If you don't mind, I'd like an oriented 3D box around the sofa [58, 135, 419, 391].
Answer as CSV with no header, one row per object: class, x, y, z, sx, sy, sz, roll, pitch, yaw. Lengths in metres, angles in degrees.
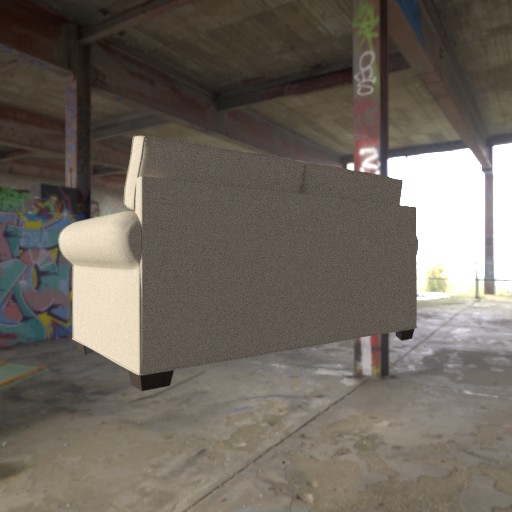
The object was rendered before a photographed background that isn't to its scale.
sofa,0.000,0.000,2.334,1.774,0.933,0.861,0,0,-37
